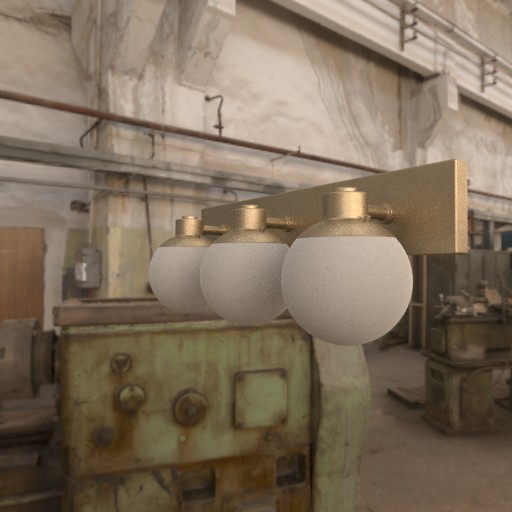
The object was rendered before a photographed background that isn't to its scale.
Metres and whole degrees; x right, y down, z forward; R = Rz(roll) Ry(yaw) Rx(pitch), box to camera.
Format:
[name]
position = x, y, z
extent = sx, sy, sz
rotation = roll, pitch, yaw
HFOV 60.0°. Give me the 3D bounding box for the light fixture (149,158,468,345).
[light fixture]
position = 0.000, 0.000, 0.854
extent = 0.218, 0.263, 0.721
rotation = 1, -1, -36
